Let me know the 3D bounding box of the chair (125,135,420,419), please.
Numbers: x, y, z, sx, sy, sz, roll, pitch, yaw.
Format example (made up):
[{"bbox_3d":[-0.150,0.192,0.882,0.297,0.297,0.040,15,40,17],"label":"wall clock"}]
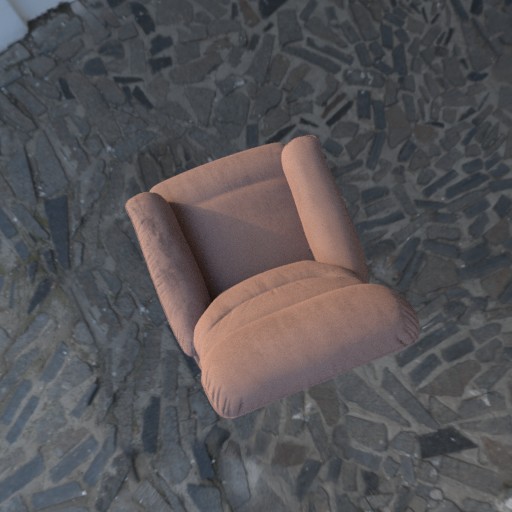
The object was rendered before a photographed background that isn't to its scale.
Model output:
[{"bbox_3d":[0.000,0.000,1.744,0.820,1.037,1.004,-21,76,-5],"label":"chair"}]
